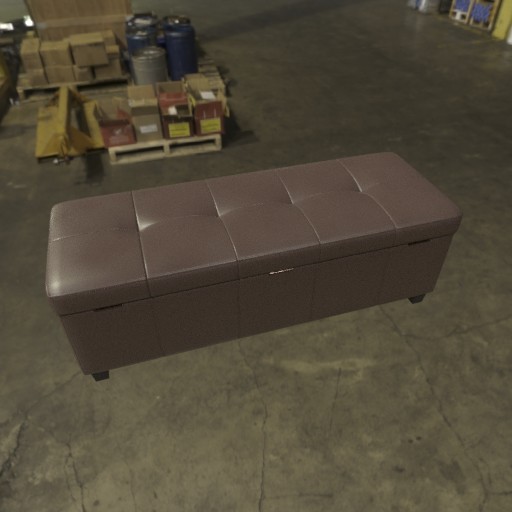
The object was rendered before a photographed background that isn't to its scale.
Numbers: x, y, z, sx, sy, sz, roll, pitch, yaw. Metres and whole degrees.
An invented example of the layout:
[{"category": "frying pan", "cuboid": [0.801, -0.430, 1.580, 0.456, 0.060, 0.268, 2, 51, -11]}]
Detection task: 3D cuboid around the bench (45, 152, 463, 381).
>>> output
[{"category": "bench", "cuboid": [0.000, 0.000, 1.491, 1.219, 0.417, 0.450, -11, 42, -13]}]
